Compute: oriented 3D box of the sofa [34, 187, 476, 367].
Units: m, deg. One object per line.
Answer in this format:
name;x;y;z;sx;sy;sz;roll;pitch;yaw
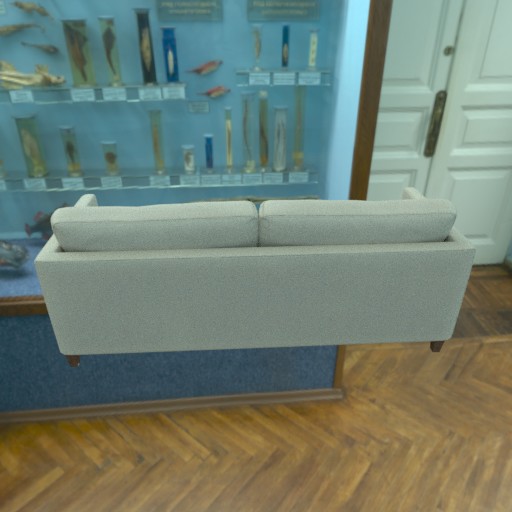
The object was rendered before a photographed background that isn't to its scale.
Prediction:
sofa;0.000;0.000;2.857;2.361;0.968;0.951;-2;30;-3
